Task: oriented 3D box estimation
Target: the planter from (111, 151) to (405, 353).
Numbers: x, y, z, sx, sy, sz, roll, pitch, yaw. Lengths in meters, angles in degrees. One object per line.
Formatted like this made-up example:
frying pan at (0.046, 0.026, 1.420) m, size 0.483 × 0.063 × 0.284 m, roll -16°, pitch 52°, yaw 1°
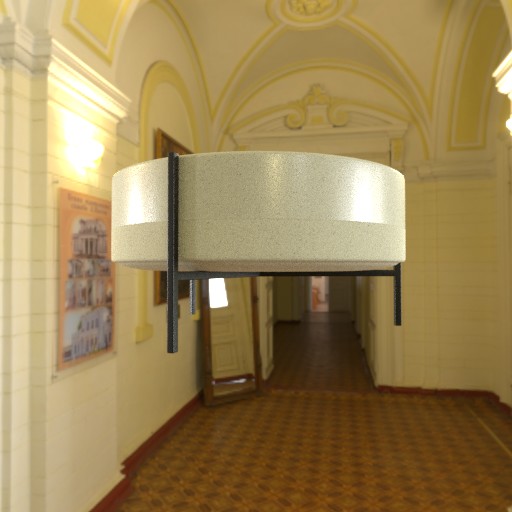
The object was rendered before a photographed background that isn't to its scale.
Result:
planter at (0.000, 0.000, 0.536) m, size 0.336 × 0.171 × 0.345 m, roll 1°, pitch -2°, yaw -35°
